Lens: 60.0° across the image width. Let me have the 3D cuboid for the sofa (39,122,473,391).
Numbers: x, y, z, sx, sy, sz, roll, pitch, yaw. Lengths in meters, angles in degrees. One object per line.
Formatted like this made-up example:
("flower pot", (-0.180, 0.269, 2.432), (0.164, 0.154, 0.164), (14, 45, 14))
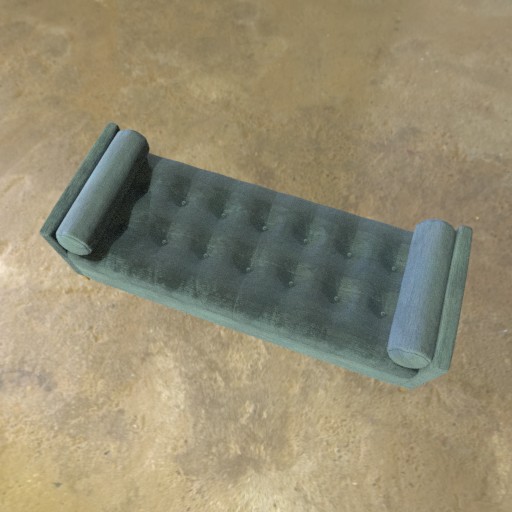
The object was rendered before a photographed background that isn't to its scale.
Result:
("sofa", (0.000, 0.000, 2.510), (2.102, 0.705, 0.796), (18, 66, 8))
